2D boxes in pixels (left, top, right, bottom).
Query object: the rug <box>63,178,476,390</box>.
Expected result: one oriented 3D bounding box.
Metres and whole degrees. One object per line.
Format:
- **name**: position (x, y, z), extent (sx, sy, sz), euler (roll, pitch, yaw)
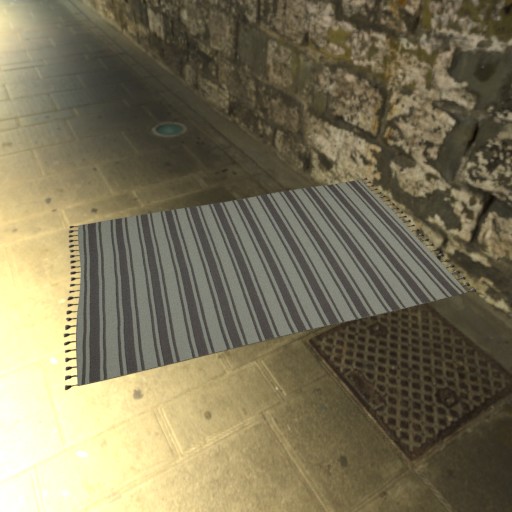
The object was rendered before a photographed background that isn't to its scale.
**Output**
- **rug**: position (0.000, 0.000, 2.563), extent (2.096, 0.011, 1.229), euler (-11, 42, -13)
